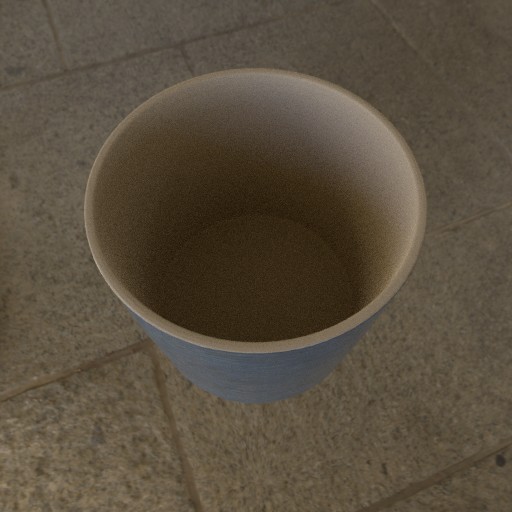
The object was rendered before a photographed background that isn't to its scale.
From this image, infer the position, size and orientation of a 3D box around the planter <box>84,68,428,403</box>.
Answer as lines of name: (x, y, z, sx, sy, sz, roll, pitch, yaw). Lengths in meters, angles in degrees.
planter: (0.000, 0.000, 0.378, 0.221, 0.201, 0.221, 0, 63, 0)
